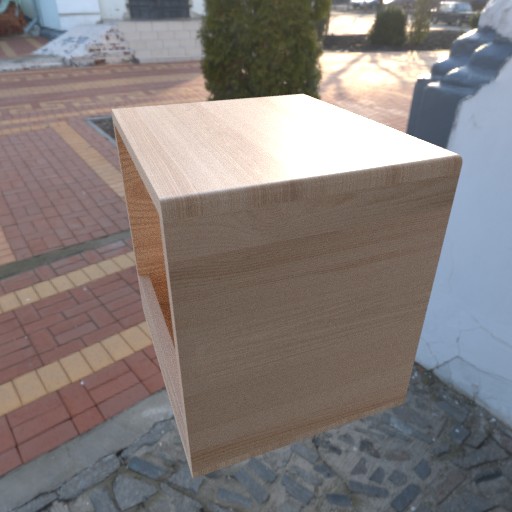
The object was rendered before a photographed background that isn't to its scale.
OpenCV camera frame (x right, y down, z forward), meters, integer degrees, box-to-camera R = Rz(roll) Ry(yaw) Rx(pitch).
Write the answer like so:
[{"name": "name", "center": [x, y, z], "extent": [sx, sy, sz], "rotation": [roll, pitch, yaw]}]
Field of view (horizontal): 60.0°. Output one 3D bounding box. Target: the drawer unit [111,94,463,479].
[{"name": "drawer unit", "center": [0.000, 0.000, 0.601], "extent": [0.290, 0.344, 0.344], "rotation": [-11, 32, -19]}]
